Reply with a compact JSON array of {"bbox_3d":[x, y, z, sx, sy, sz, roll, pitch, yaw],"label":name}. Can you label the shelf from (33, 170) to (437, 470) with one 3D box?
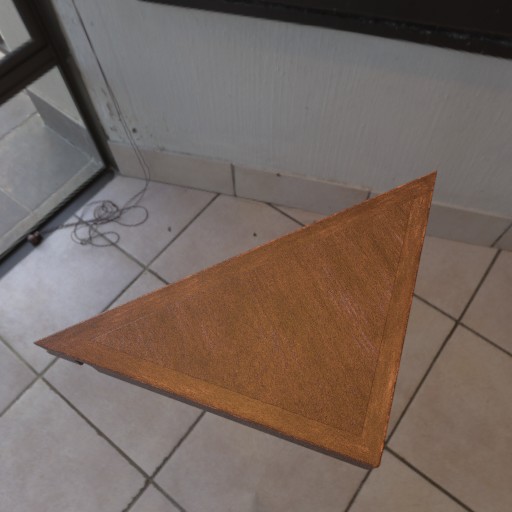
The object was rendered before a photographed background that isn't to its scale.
[{"bbox_3d":[0.000,0.000,0.431,0.296,0.035,0.296,17,63,9],"label":"shelf"}]
